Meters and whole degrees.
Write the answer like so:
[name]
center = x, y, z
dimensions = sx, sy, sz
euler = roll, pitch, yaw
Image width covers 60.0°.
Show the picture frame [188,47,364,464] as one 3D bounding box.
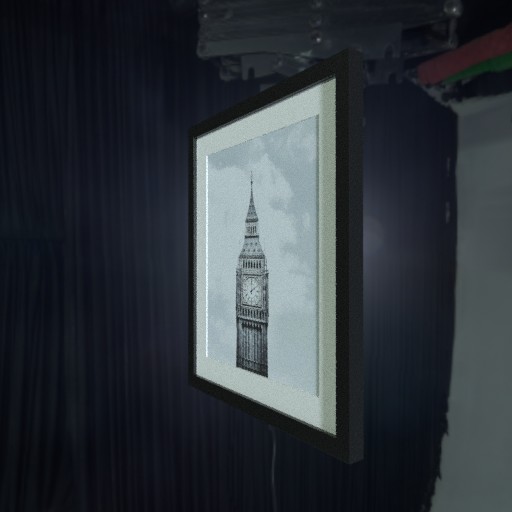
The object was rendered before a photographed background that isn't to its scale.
[picture frame]
center = 0.000, 0.000, 0.785
dimensions = 0.028, 0.556, 0.460
euler = 0, 0, -36
